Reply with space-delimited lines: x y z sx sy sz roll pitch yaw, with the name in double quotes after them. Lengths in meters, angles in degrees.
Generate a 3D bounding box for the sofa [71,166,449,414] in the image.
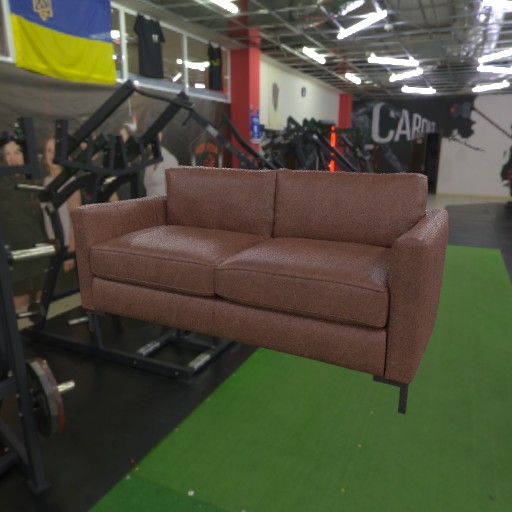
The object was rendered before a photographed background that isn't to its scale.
0.000 0.000 2.328 1.797 0.883 0.899 7 16 26 "sofa"
